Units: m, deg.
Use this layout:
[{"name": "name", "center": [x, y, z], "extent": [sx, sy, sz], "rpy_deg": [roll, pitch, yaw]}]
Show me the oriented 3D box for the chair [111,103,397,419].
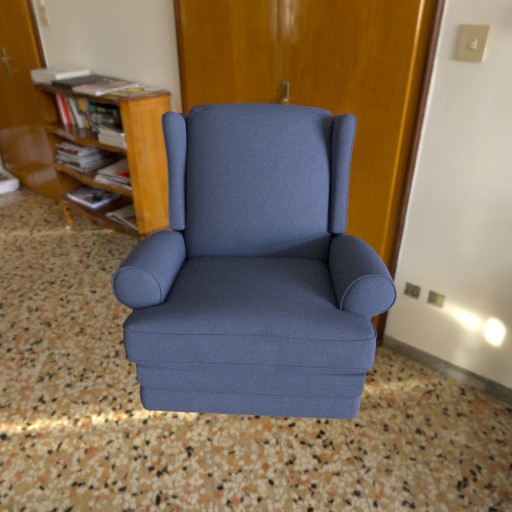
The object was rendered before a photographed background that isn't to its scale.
[{"name": "chair", "center": [0.000, 0.000, 1.742], "extent": [0.971, 1.020, 0.877], "rpy_deg": [2, 30, 3]}]
